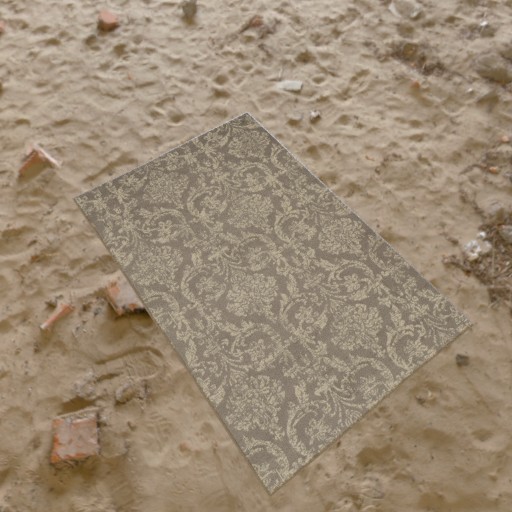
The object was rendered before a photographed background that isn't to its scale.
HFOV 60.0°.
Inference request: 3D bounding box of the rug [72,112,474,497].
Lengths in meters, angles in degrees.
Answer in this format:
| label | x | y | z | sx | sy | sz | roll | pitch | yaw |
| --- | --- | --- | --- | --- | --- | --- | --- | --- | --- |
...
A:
| label | x | y | z | sx | sy | sz | roll | pitch | yaw |
| --- | --- | --- | --- | --- | --- | --- | --- | --- | --- |
| rug | 0.000 | 0.000 | 3.427 | 1.819 | 0.018 | 2.746 | -32 | 63 | -18 |
